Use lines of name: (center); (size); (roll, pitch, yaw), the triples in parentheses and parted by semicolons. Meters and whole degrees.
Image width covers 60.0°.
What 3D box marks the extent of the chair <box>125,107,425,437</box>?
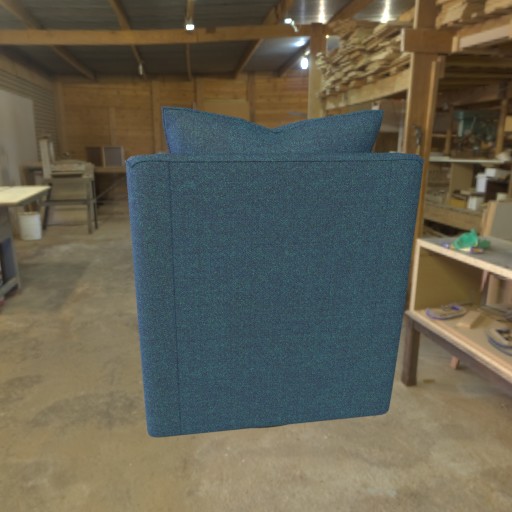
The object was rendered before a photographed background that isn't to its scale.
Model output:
chair: (0.000, 0.000, 1.553); (0.750, 0.939, 0.870); (-2, 15, -9)
